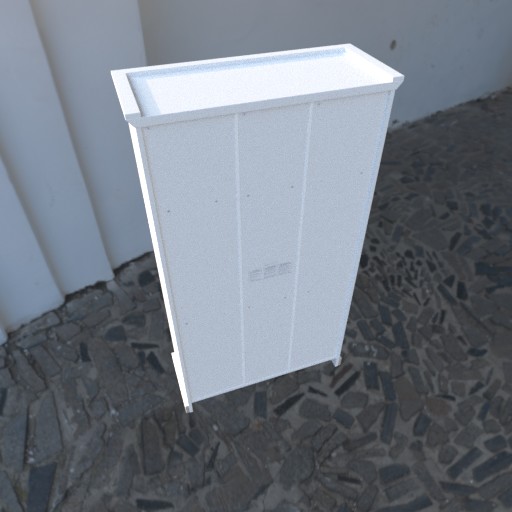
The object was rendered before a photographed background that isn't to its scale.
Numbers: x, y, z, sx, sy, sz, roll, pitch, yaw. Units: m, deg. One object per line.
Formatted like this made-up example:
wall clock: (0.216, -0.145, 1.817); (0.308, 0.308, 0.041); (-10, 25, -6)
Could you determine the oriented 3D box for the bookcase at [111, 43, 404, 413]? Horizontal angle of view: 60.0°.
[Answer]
bookcase: (0.000, 0.000, 2.330); (1.050, 1.880, 0.432); (-13, 43, -14)
